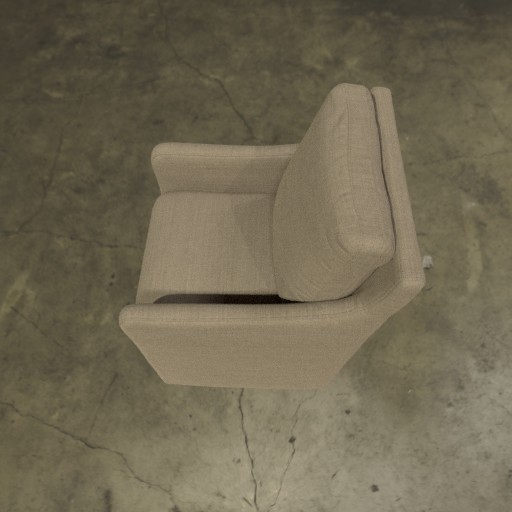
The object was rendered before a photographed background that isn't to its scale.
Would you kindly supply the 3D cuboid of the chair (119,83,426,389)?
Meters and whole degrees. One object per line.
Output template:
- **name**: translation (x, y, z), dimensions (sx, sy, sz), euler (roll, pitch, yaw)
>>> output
- **chair**: translation (0.000, 0.000, 1.362), dimensions (0.694, 0.914, 0.626), euler (1, 60, 1)
